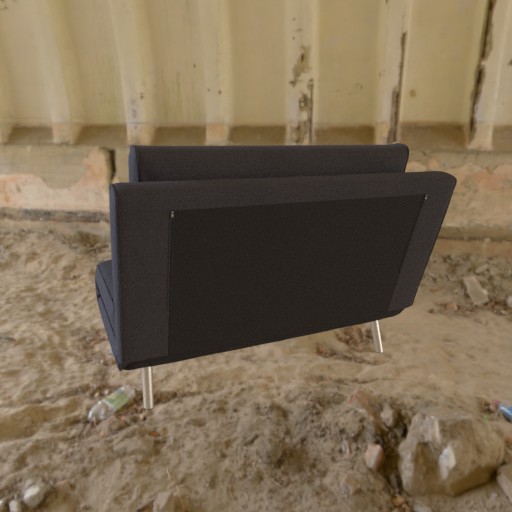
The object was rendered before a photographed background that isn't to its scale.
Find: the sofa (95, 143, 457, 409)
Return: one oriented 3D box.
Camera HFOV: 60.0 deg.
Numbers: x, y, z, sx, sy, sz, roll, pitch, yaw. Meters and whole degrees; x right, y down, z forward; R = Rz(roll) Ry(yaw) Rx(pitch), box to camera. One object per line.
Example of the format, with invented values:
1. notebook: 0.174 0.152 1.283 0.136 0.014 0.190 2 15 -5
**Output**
1. sofa: 0.000 0.000 1.843 1.220 0.910 0.910 -7 16 -24
